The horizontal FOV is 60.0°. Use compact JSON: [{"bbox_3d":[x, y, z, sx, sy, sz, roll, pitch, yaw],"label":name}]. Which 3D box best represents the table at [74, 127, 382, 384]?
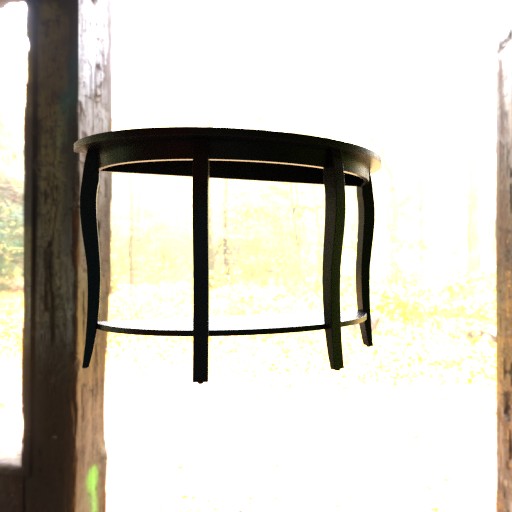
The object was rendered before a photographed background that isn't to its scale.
[{"bbox_3d":[0.000,0.000,1.571,1.219,0.780,0.394,0,0,-19],"label":"table"}]
